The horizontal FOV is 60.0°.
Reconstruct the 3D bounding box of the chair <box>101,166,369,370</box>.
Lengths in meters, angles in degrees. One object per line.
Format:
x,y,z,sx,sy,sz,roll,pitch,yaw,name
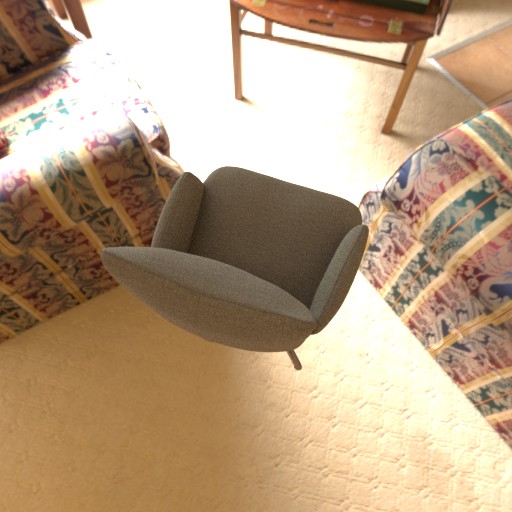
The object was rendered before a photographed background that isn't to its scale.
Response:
0.000,0.000,1.579,0.702,0.984,0.831,18,64,9,chair
